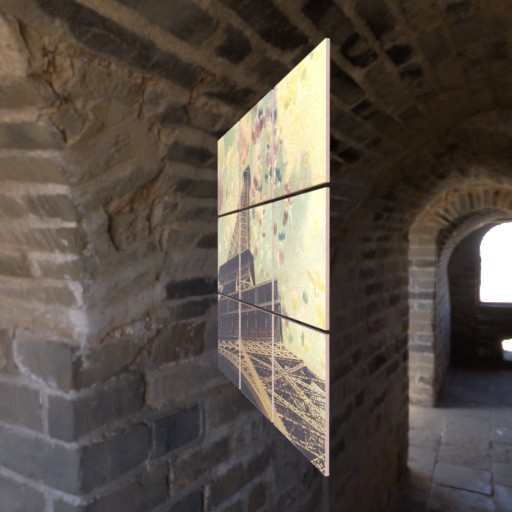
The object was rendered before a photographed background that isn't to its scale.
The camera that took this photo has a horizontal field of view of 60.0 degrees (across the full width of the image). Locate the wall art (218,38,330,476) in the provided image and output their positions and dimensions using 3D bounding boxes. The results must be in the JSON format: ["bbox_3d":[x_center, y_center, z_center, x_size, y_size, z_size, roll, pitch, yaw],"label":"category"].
[{"bbox_3d":[0.000,0.000,1.809,0.013,1.218,1.219,0,1,-19],"label":"wall art"}]
